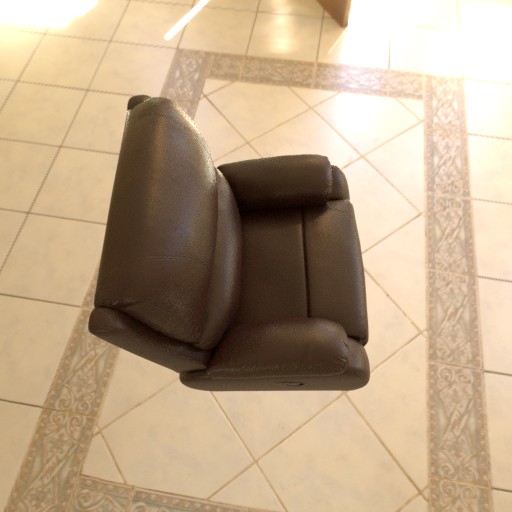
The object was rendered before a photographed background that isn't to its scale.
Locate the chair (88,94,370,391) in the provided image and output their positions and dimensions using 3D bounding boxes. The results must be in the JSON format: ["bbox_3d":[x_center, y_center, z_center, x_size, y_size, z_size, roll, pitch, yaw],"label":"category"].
[{"bbox_3d":[0.000,0.000,1.717,0.899,1.011,0.930,0,63,0],"label":"chair"}]
